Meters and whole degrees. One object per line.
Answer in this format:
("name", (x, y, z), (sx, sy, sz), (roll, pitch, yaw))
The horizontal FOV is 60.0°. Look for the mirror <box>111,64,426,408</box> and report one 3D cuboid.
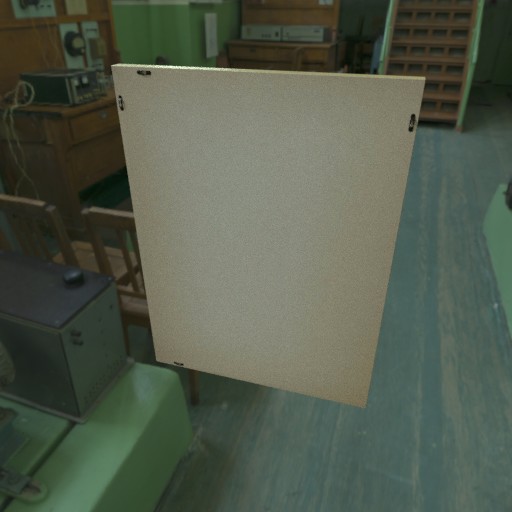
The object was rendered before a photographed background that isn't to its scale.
("mirror", (0.000, 0.000, 1.306), (0.762, 1.016, 0.040), (9, 32, 14))
